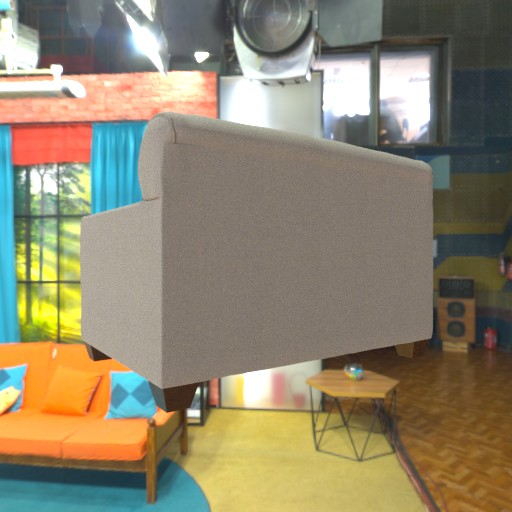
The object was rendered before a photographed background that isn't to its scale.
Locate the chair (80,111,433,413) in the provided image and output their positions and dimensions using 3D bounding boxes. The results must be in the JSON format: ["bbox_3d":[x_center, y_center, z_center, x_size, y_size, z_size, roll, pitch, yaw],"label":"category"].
[{"bbox_3d":[0.000,0.000,2.083,1.383,0.948,1.000,0,0,-35],"label":"chair"}]
